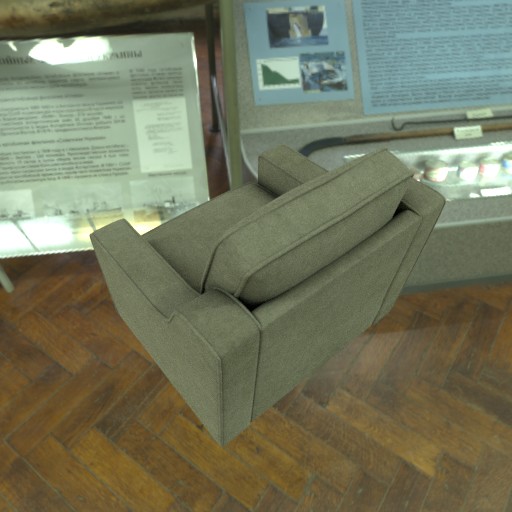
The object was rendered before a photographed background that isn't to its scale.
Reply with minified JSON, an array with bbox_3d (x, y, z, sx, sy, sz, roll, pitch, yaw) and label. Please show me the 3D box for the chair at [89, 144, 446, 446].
[{"bbox_3d":[0.000,0.000,1.658,0.926,0.944,0.840,-31,53,-27],"label":"chair"}]
